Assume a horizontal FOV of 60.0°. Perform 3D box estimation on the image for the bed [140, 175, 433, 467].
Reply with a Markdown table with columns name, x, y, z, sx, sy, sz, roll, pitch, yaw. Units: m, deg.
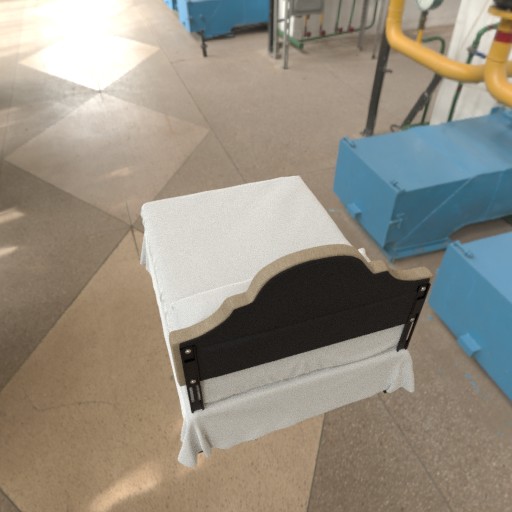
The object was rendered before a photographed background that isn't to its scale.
| name | x | y | z | sx | sy | sz | roll | pitch | yaw |
| --- | --- | --- | --- | --- | --- | --- | --- | --- | --- |
| bed | 0.000 | 0.000 | 3.428 | 1.780 | 1.634 | 2.222 | -12 | 43 | -14 |
